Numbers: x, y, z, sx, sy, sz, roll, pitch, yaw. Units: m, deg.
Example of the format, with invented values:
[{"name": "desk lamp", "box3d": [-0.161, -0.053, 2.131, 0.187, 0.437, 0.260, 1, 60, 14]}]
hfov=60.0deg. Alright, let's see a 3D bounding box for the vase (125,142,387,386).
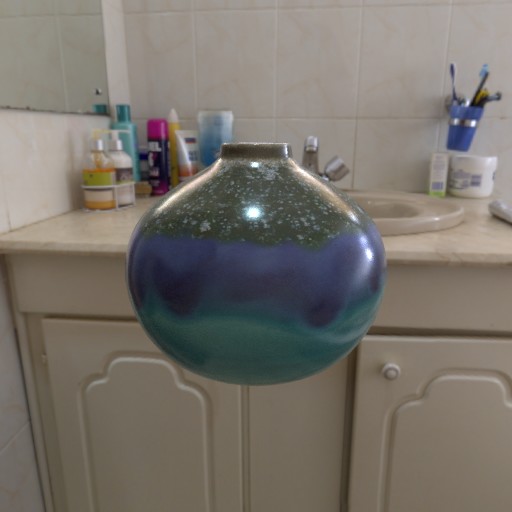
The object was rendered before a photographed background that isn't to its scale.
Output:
[{"name": "vase", "box3d": [0.000, 0.000, 0.269, 0.154, 0.133, 0.154, 0, 15, 0]}]
